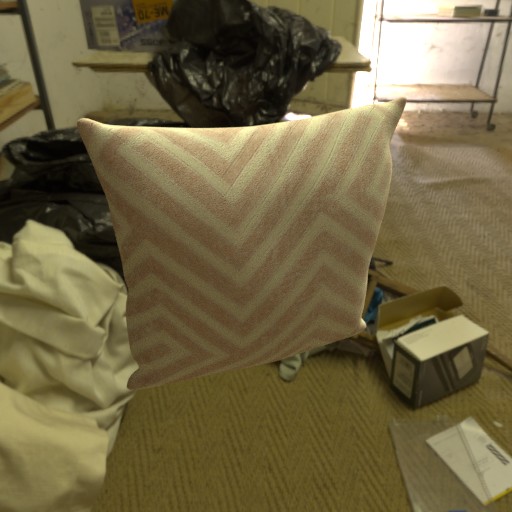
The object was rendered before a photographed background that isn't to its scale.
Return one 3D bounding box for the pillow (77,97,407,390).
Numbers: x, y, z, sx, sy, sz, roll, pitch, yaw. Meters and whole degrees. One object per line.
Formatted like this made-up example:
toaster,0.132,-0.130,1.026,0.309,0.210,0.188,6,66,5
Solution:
pillow,0.000,0.000,0.662,0.440,0.441,0.182,-10,34,-16
